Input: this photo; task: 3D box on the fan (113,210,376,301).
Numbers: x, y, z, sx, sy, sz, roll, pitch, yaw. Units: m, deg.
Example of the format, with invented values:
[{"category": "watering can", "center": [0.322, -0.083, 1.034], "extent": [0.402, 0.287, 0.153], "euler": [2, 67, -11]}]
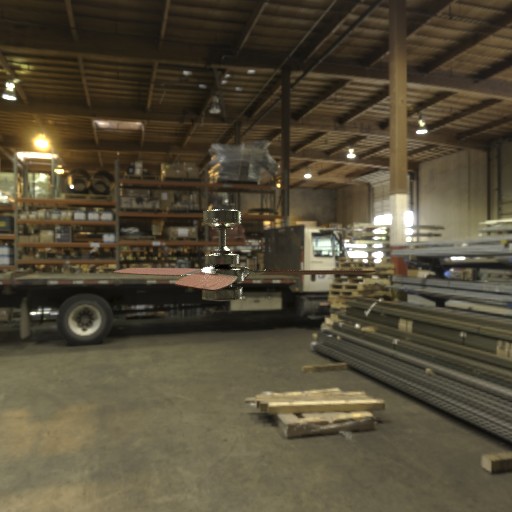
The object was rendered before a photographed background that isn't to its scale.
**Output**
[{"category": "fan", "center": [0.000, 0.000, 2.057], "extent": [1.271, 0.410, 1.416], "euler": [0, 0, -18]}]
